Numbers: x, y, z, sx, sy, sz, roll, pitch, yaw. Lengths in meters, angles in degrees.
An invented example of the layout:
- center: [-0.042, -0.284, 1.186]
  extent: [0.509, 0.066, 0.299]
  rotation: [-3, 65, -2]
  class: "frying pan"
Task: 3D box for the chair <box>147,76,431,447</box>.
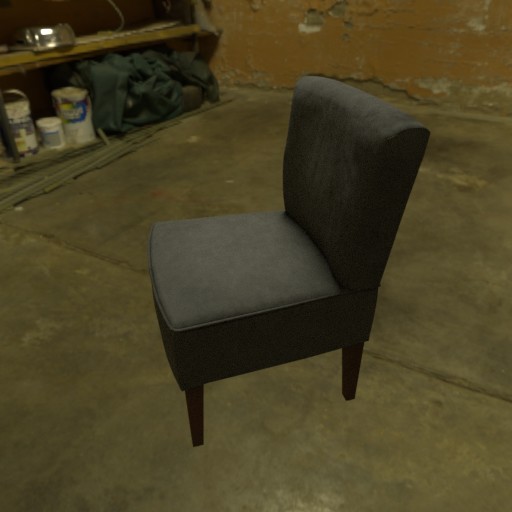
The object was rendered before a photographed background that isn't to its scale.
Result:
- center: [0.000, 0.000, 1.169]
  extent: [0.554, 0.806, 0.521]
  rotation: [-8, 33, -13]
  class: "chair"
